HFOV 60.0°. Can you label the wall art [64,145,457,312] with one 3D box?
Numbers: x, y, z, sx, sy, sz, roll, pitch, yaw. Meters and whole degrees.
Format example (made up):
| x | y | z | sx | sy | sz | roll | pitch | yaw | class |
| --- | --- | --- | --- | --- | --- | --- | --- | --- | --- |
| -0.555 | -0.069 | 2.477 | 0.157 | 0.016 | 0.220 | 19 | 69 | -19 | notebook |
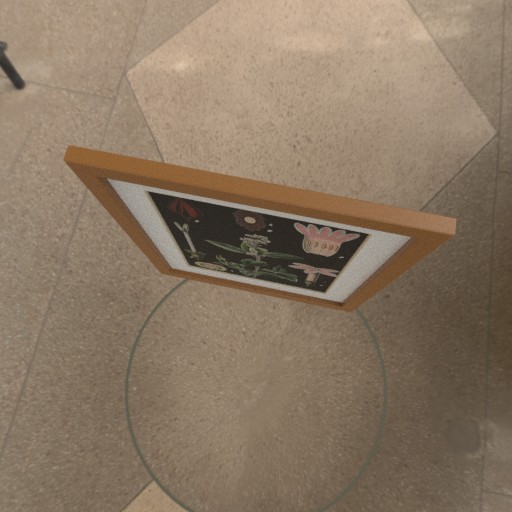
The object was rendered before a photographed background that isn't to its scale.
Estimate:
| x | y | z | sx | sy | sz | roll | pitch | yaw | class |
| --- | --- | --- | --- | --- | --- | --- | --- | --- | --- |
| 0.000 | 0.000 | 0.763 | 0.449 | 0.550 | 0.021 | 11 | 74 | 3 | wall art |
